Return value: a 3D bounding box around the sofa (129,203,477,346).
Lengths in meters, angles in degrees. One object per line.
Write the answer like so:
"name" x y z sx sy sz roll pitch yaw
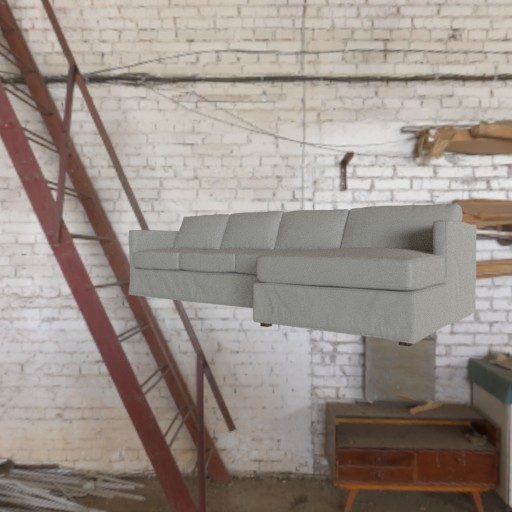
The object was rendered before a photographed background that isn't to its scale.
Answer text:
"sofa" 0.000 0.000 3.802 3.177 0.867 1.622 1 2 37
